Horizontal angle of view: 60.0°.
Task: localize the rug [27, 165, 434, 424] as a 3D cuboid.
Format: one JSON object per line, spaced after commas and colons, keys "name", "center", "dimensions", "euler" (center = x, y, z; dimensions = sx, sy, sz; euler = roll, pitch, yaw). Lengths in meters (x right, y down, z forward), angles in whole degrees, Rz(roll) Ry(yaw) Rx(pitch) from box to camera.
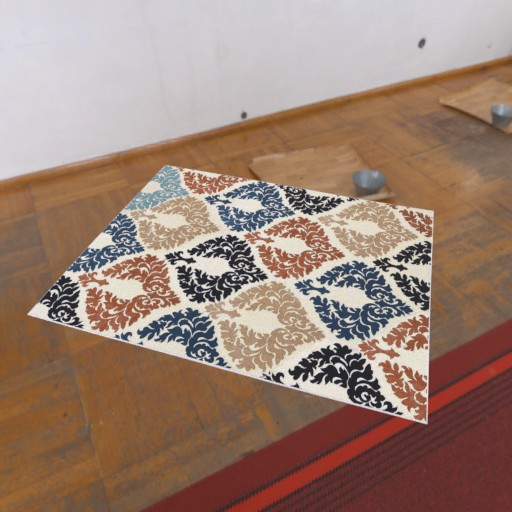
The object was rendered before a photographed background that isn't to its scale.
{"name": "rug", "center": [0.000, 0.000, 4.009], "dimensions": [3.040, 0.014, 2.423], "euler": [12, 43, 13]}
